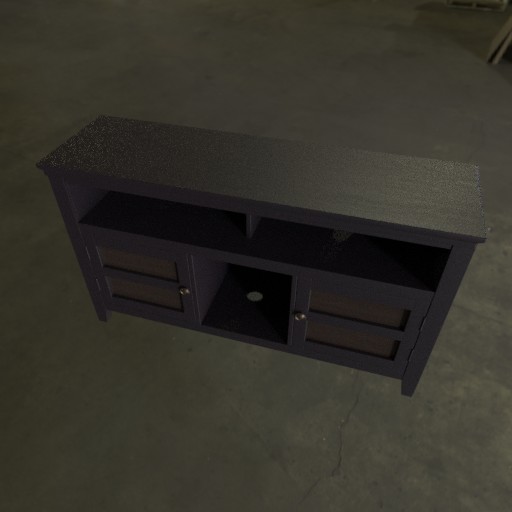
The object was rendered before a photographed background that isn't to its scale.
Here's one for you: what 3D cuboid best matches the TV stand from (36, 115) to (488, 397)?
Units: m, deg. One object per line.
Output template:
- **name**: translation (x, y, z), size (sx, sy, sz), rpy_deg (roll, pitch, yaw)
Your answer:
- **TV stand**: translation (0.000, 0.000, 1.469), size (1.198, 0.681, 0.347), rpy_deg (11, 42, 12)
